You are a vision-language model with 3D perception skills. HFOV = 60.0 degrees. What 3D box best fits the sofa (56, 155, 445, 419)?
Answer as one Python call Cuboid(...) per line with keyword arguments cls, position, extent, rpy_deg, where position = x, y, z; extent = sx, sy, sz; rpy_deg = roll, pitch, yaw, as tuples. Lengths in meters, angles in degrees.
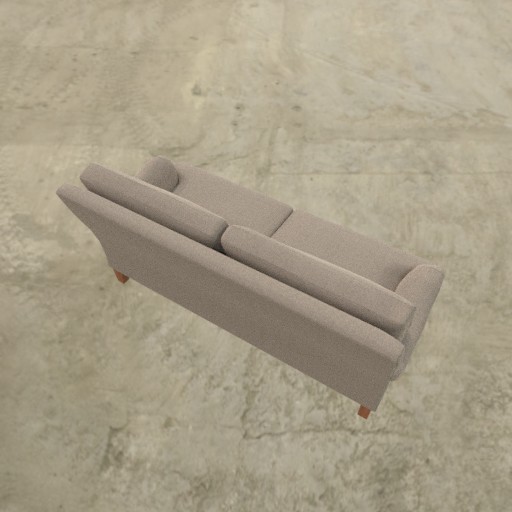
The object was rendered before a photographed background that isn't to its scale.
Cuboid(cls="sofa", position=(0.000, 0.000, 2.840), extent=(2.160, 1.054, 1.087), rpy_deg=(25, 52, 21))
